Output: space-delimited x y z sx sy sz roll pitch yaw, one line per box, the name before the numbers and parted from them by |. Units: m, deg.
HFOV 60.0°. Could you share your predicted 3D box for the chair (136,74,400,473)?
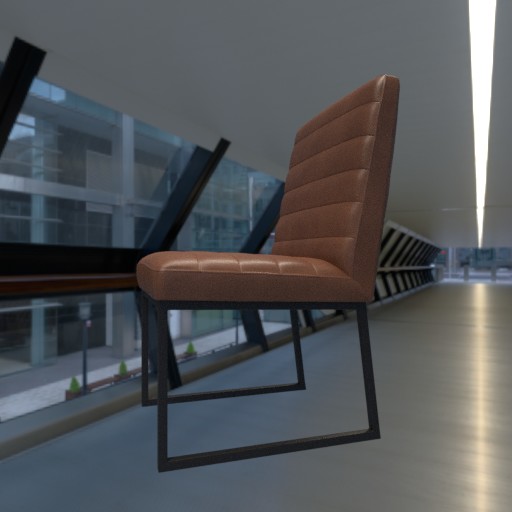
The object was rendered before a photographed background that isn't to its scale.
chair | 0.000 0.000 1.263 0.634 0.930 0.520 0 0 -19
